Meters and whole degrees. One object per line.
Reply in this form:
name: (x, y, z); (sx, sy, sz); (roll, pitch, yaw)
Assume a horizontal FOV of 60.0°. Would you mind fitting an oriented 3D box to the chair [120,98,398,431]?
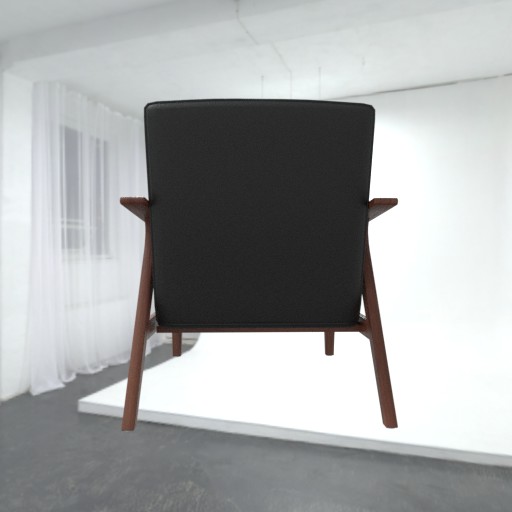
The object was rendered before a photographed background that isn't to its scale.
chair: (0.000, 0.000, 1.538); (0.719, 0.861, 0.889); (0, 0, -2)
